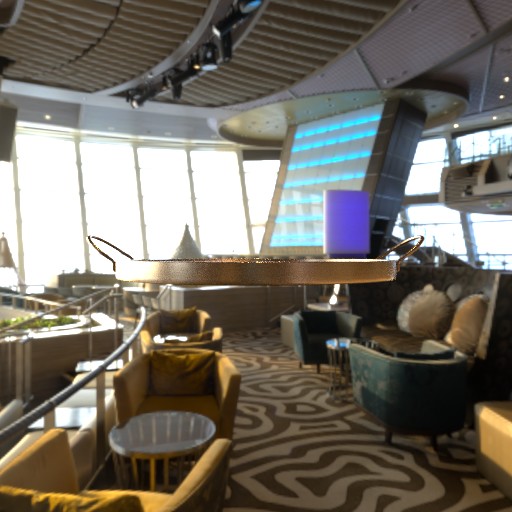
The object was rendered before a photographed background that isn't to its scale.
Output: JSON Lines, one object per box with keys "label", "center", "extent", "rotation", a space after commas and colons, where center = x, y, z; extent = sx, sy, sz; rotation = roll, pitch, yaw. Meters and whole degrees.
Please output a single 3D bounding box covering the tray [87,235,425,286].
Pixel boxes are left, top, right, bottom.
{"label": "tray", "center": [0.000, 0.000, 0.726], "extent": [0.543, 0.069, 0.438], "rotation": [0, 0, 0]}
